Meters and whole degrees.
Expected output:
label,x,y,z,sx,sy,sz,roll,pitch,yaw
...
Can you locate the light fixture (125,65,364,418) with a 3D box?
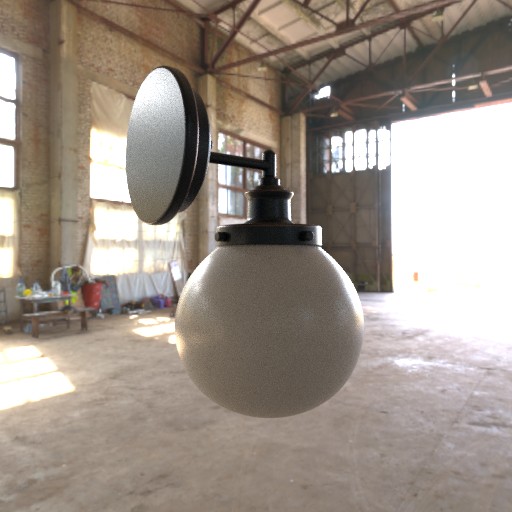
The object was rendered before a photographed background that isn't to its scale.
label,x,y,z,sx,sy,sz,roll,pitch,yaw
light fixture,0.000,0.000,0.462,0.230,0.332,0.197,0,0,-36
